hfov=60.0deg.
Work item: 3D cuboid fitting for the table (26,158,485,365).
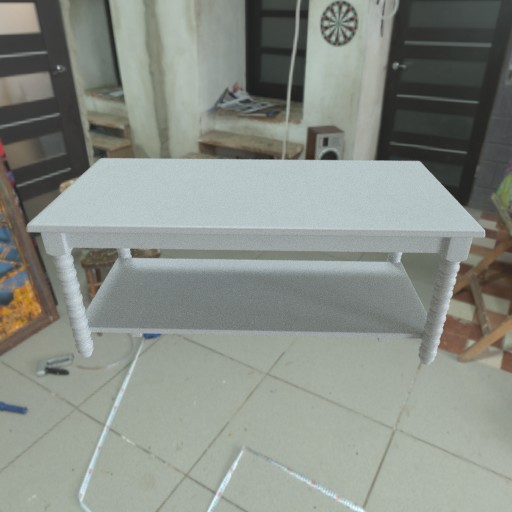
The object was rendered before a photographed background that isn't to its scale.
[{"bbox_3d":[0.000,0.000,1.487,1.171,0.487,0.580,1,30,2],"label":"table"}]
